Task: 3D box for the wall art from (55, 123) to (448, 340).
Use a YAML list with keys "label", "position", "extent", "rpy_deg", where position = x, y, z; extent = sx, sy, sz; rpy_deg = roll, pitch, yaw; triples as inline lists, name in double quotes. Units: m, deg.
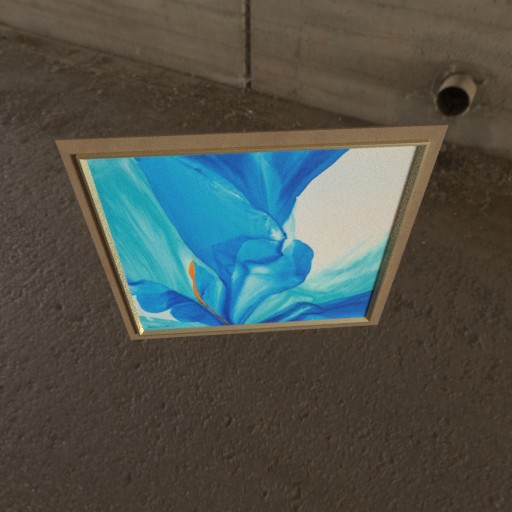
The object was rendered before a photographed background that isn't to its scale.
- label: "wall art"
  position: [0.000, 0.000, 1.702]
  extent: [1.168, 1.067, 0.025]
  rpy_deg: [-3, 47, -3]
